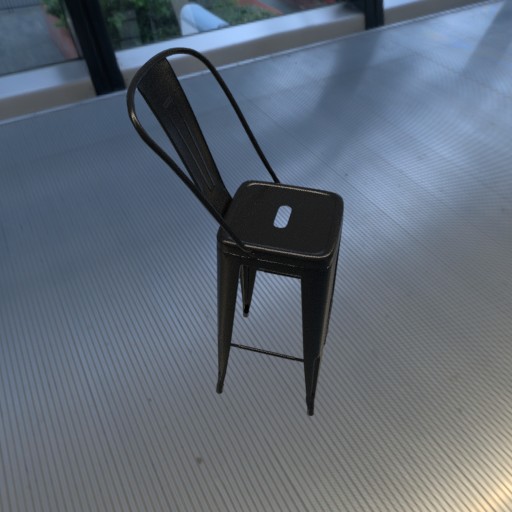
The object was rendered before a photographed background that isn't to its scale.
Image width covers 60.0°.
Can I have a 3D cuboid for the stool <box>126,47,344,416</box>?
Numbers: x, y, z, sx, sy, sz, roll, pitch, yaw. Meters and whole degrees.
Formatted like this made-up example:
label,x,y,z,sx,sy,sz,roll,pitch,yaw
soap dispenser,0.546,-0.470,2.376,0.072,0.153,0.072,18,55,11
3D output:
label,x,y,z,sx,sy,sz,roll,pitch,yaw
stool,0.000,0.000,1.329,0.513,1.096,0.399,11,46,10
